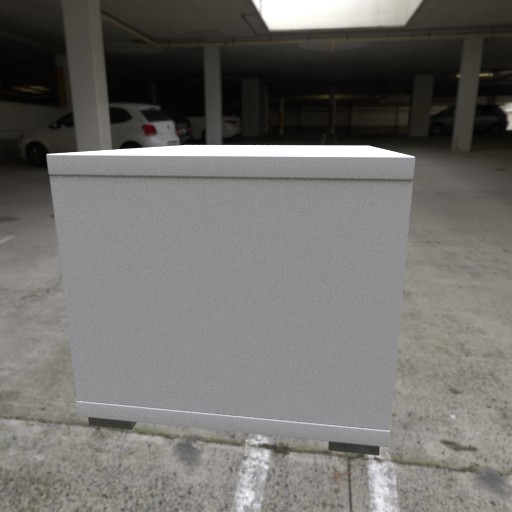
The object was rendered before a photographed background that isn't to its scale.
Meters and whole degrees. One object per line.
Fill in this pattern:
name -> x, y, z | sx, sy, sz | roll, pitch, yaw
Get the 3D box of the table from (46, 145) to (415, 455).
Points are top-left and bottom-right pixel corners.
table -> 0.000, 0.000, 0.760 | 0.399, 0.357, 0.517 | 2, 15, 9
